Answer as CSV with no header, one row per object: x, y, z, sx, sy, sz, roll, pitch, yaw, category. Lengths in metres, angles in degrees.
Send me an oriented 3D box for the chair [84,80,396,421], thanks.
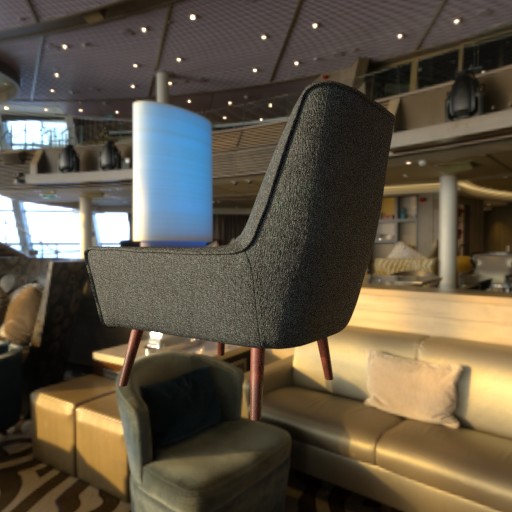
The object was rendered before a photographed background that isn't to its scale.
0.000,0.000,1.484,0.859,0.883,0.763,1,2,36,chair
